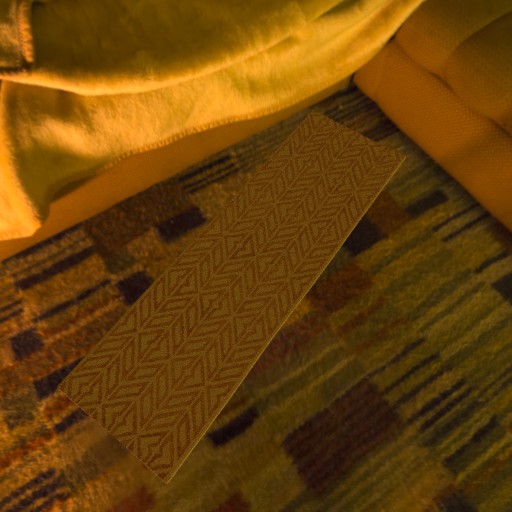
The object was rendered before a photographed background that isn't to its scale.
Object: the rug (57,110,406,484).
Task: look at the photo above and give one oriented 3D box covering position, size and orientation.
[{"bbox_3d":[0.000,0.000,2.631,0.750,0.009,2.435,32,66,16],"label":"rug"}]
